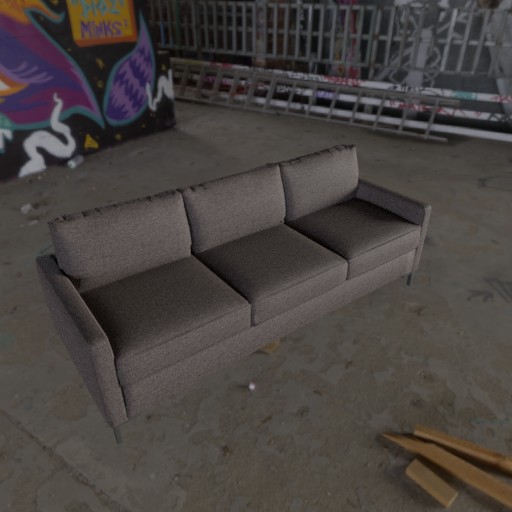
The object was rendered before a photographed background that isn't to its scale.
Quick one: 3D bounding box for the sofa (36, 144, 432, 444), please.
[{"bbox_3d":[0.000,0.000,2.658,2.253,0.882,0.876,-21,37,-31],"label":"sofa"}]
